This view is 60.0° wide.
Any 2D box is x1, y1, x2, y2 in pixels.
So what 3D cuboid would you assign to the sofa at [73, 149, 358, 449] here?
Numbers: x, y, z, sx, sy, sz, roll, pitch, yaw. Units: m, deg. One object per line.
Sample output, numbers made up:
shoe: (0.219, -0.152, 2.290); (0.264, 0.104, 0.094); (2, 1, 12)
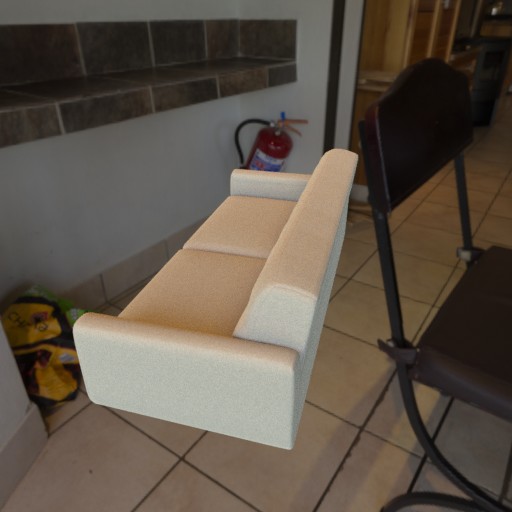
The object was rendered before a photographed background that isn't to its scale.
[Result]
sofa: (0.000, 0.000, 2.641); (0.980, 0.892, 2.137); (8, 30, 14)
